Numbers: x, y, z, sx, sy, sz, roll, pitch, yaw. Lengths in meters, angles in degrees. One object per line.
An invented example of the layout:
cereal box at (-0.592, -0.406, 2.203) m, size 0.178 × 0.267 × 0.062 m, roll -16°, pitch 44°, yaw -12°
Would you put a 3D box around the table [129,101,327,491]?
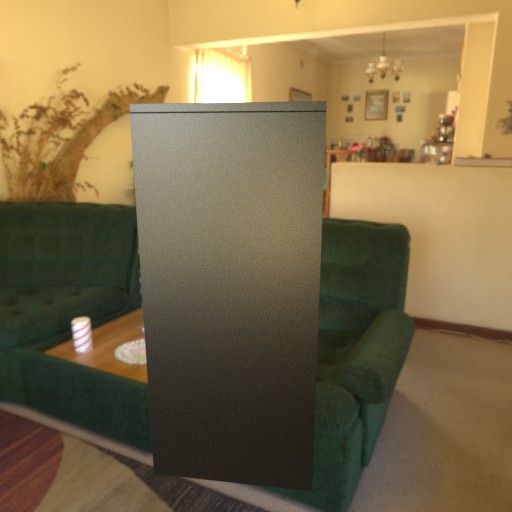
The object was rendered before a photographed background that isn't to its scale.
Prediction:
table at (0.000, 0.000, 1.322) m, size 0.380 × 0.790 × 0.930 m, roll 2°, pitch 14°, yaw 8°
